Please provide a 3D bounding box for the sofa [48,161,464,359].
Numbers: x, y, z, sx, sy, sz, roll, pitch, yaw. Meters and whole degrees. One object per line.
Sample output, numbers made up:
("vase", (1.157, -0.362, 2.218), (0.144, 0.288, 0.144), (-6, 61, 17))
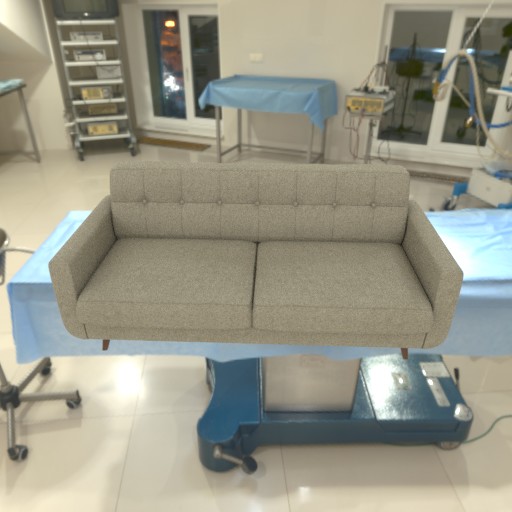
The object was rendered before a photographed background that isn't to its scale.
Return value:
("sofa", (0.000, 0.000, 2.611), (2.055, 0.873, 0.968), (1, 30, 2))
